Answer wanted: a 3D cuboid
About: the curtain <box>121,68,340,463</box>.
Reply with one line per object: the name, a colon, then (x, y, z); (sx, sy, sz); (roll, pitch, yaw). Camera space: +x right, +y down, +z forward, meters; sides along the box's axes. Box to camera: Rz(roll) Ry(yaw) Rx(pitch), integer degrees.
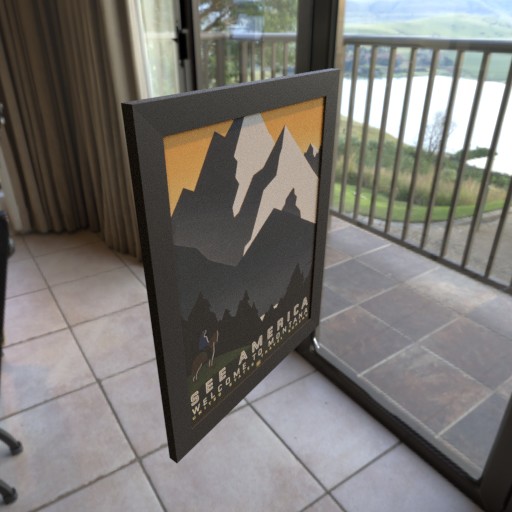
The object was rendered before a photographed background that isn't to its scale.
curtain: (0.000, 0.000, 0.793); (0.027, 0.585, 0.483); (19, 34, 32)
